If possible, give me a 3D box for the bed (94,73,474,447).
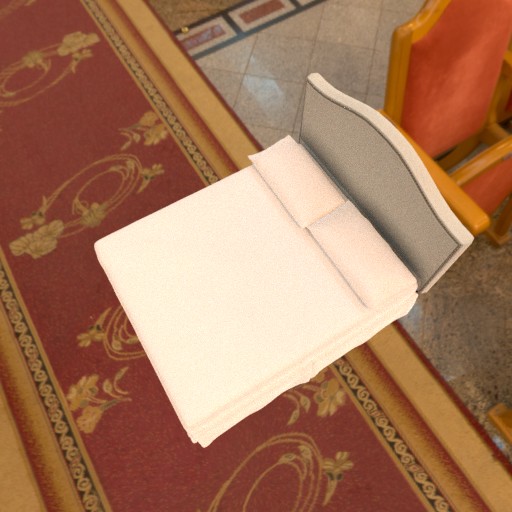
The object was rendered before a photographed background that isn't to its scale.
[{"bbox_3d":[0.000,0.000,3.382,2.180,1.607,1.813,-29,67,-13],"label":"bed"}]
